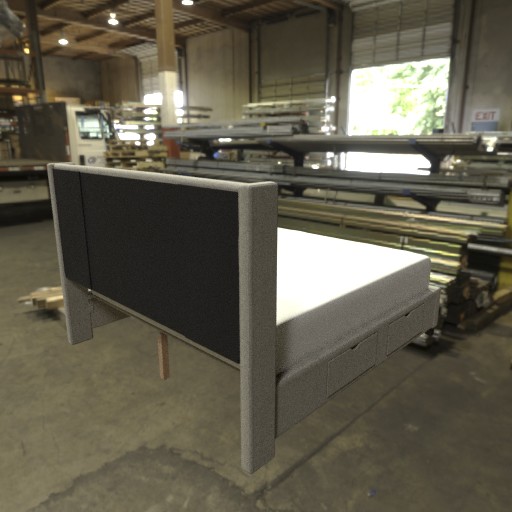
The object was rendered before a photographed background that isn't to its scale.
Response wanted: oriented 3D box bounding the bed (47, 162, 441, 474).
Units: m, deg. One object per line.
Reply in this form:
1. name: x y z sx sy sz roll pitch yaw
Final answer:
1. bed: 0.000 0.000 3.553 2.140 1.470 2.280 14 21 42
